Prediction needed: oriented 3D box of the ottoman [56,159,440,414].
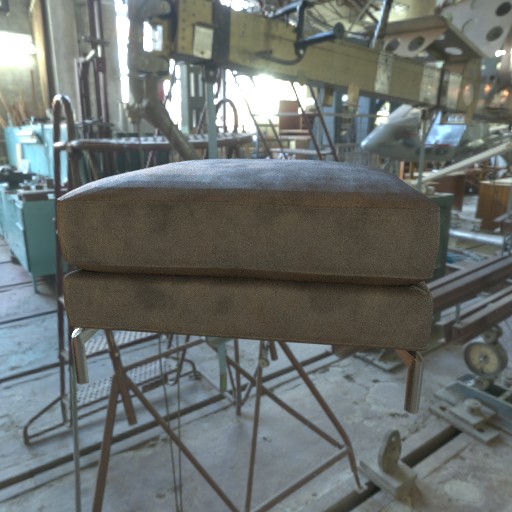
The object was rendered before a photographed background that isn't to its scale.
[{"bbox_3d":[0.000,0.000,1.073,0.719,0.456,0.520,2,16,8],"label":"ottoman"}]
